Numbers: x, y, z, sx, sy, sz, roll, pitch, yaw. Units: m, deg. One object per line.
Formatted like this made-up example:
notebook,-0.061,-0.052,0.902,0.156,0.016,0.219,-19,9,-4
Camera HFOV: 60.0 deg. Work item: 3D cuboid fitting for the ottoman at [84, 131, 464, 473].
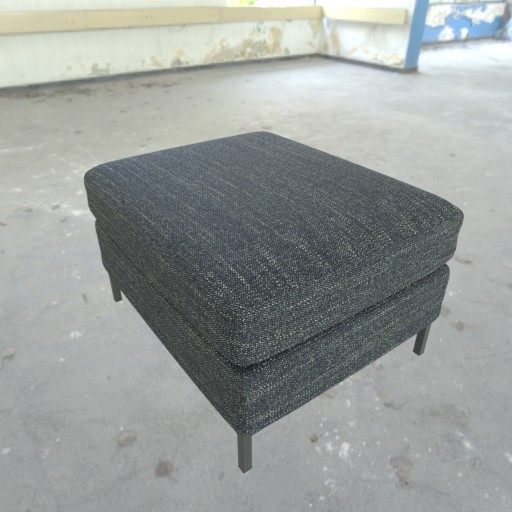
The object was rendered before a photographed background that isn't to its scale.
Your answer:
ottoman,0.000,0.000,1.235,0.667,0.491,0.814,-21,37,-30
